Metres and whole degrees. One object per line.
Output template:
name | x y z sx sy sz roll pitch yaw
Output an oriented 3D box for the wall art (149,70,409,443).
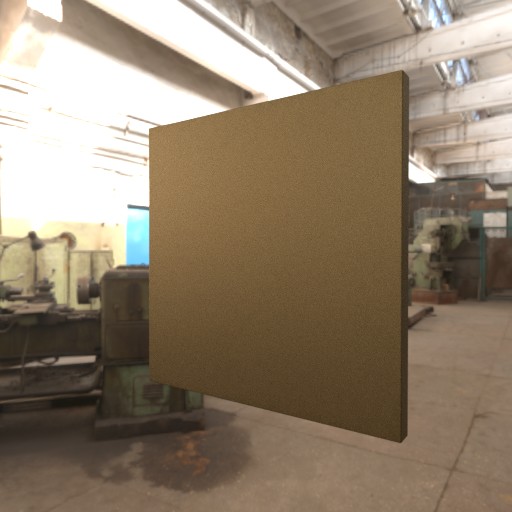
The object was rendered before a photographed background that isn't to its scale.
wall art | 0.000 0.000 0.756 0.503 0.506 0.031 1 1 35
